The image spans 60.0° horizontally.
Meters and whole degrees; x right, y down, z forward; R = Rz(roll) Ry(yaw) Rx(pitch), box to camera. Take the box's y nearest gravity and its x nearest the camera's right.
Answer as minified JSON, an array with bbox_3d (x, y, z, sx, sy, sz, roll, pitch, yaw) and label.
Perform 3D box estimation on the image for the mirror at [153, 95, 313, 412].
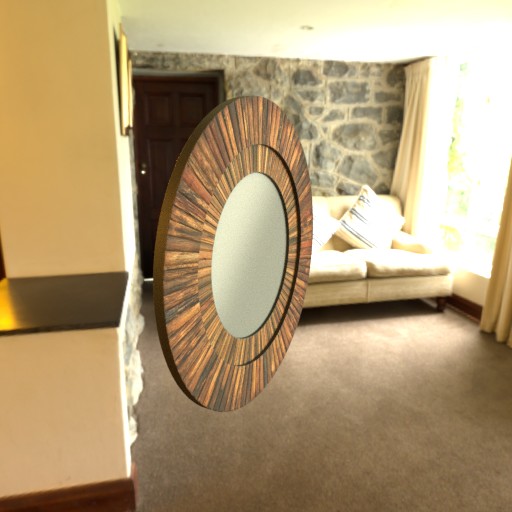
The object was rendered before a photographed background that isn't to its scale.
[{"bbox_3d":[0.000,0.000,1.584,0.036,1.077,1.077,7,15,27],"label":"mirror"}]
